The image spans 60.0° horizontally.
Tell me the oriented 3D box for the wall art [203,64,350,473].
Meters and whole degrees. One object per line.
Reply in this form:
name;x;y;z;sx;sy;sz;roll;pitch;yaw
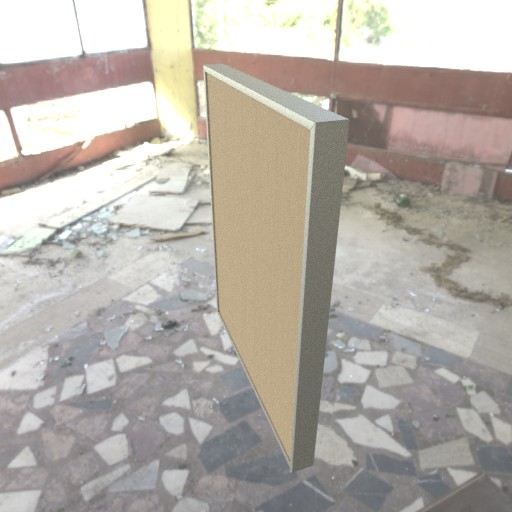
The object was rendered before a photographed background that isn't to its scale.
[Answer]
wall art;0.000;0.000;0.756;0.039;0.553;0.445;-10;32;-17
